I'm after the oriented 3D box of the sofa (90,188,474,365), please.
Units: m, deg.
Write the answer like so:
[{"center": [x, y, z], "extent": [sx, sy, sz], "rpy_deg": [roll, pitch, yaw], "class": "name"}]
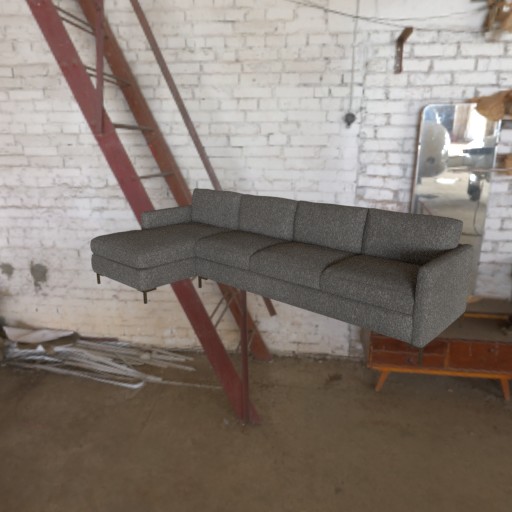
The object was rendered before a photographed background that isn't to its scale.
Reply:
[{"center": [0.000, 0.000, 3.567], "extent": [2.932, 0.810, 1.350], "rpy_deg": [13, 20, 40], "class": "sofa"}]
